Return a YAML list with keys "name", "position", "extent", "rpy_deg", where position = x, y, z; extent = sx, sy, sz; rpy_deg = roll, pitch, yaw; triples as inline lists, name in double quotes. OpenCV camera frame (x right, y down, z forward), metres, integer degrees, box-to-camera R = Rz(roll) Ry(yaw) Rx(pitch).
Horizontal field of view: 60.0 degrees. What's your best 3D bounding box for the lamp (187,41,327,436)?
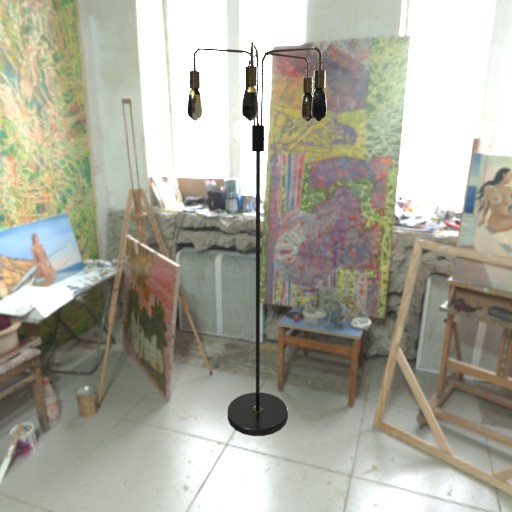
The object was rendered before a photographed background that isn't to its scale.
- name: "lamp"
  position: [0.000, 0.000, 2.034]
  extent: [0.572, 1.721, 0.599]
  rpy_deg: [-3, 17, -9]
